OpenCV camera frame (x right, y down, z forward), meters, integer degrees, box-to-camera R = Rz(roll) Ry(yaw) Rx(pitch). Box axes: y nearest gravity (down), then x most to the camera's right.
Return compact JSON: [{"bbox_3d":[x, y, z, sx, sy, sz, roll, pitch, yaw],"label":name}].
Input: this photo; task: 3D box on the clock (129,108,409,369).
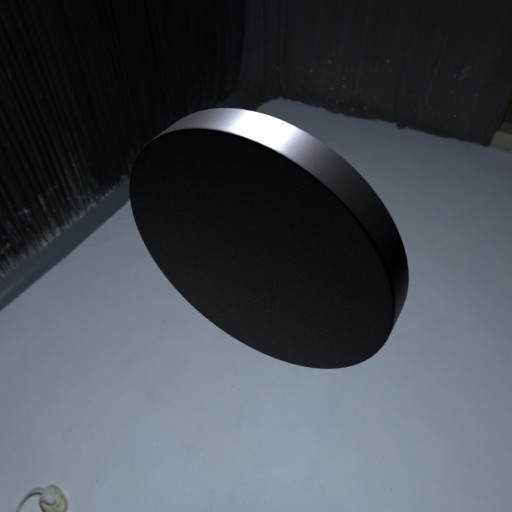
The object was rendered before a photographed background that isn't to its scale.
[{"bbox_3d":[0.000,0.000,0.475,0.314,0.314,0.040,24,52,21],"label":"clock"}]
